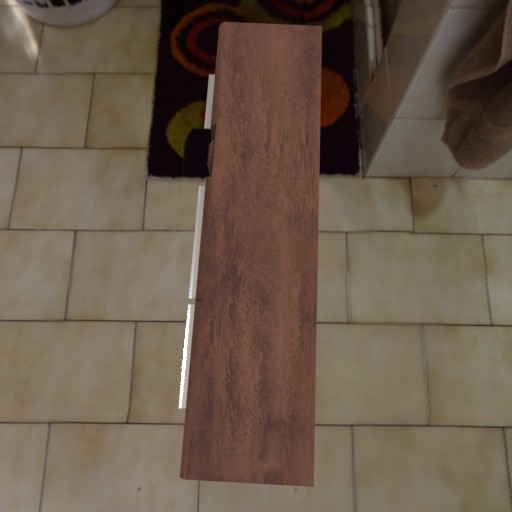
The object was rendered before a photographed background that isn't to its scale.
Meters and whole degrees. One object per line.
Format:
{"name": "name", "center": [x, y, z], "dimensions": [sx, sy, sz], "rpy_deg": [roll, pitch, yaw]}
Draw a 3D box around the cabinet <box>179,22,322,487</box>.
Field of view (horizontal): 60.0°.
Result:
{"name": "cabinet", "center": [0.000, 0.000, 1.926], "dimensions": [0.420, 0.900, 1.600], "rpy_deg": [3, 75, 1]}
